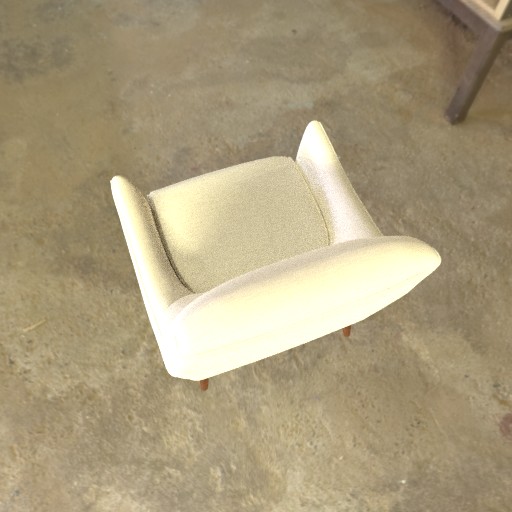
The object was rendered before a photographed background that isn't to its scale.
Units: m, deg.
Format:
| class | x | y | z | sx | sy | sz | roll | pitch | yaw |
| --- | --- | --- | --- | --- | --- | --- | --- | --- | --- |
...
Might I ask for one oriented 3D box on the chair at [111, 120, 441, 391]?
| class | x | y | z | sx | sy | sz | roll | pitch | yaw |
| --- | --- | --- | --- | --- | --- | --- | --- | --- | --- |
| chair | 0.000 | 0.000 | 1.454 | 0.762 | 0.838 | 0.787 | -18 | 61 | -10 |
